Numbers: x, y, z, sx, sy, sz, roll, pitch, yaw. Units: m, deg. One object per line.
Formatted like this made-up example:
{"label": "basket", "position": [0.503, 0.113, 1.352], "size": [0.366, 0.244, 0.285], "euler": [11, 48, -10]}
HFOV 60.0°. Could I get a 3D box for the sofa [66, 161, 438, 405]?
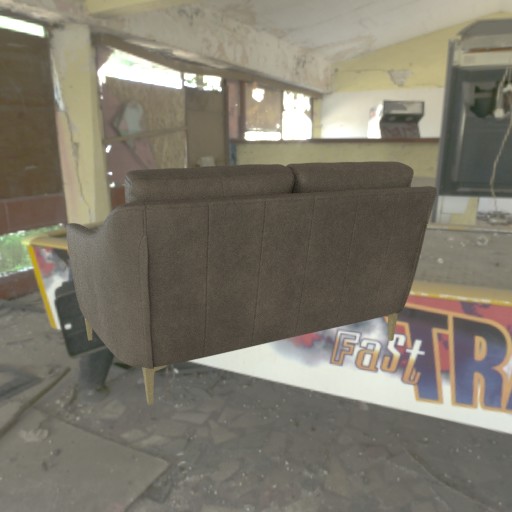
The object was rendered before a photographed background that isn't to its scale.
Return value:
{"label": "sofa", "position": [0.000, 0.000, 2.161], "size": [1.619, 0.902, 0.960], "euler": [-7, 15, -27]}
